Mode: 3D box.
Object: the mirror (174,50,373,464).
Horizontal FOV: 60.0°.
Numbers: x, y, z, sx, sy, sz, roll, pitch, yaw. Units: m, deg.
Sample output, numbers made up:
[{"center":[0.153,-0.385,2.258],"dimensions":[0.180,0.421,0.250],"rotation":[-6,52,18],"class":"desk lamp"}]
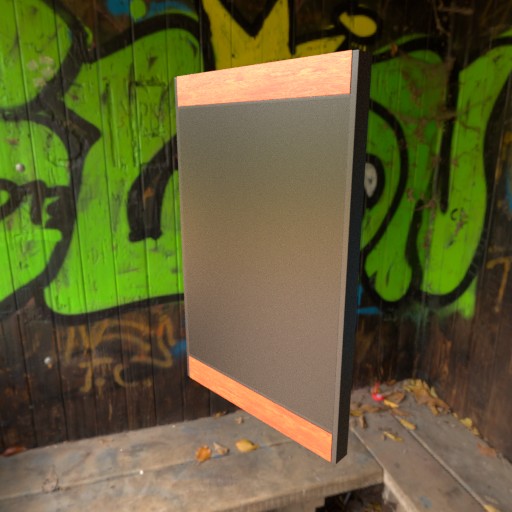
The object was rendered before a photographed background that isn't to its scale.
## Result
[{"center":[0.000,0.000,1.040],"dimensions":[0.525,0.823,0.047],"rotation":[14,21,43],"class":"mirror"}]
